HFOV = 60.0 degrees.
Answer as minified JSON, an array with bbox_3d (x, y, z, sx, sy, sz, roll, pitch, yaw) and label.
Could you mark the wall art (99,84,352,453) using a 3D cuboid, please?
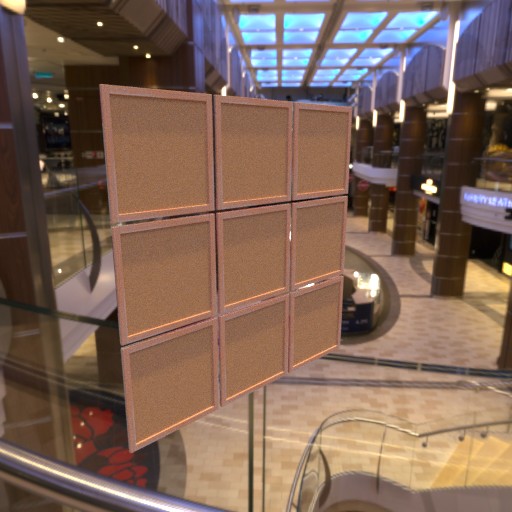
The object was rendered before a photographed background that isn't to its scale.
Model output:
[{"bbox_3d":[0.000,0.000,1.815,1.216,1.220,0.013,-13,19,-41],"label":"wall art"}]
